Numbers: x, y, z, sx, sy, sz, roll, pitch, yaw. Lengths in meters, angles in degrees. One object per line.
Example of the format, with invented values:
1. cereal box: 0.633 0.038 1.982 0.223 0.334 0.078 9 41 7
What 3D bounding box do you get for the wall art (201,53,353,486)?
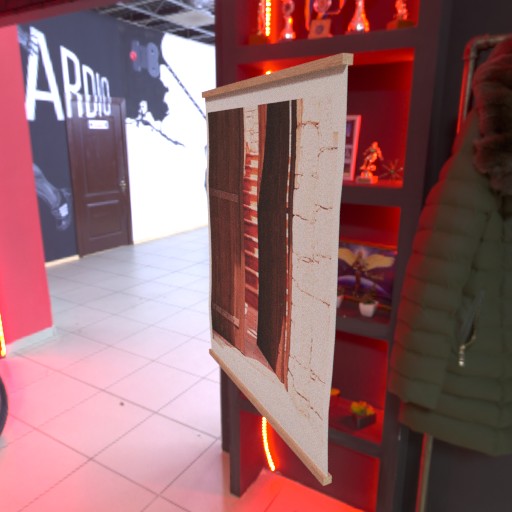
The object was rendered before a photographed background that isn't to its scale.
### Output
1. wall art: 0.000 0.000 0.677 0.013 0.508 0.406 -7 16 -26
